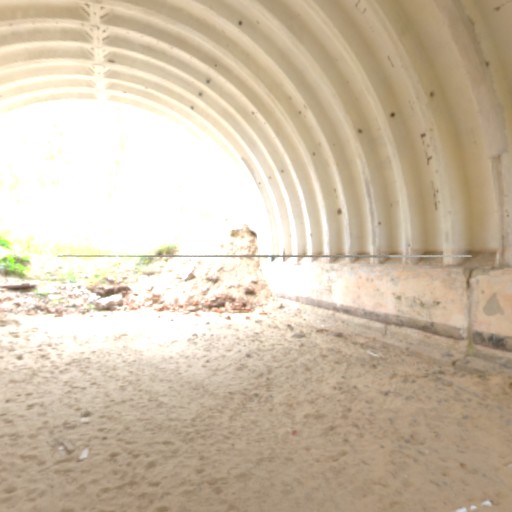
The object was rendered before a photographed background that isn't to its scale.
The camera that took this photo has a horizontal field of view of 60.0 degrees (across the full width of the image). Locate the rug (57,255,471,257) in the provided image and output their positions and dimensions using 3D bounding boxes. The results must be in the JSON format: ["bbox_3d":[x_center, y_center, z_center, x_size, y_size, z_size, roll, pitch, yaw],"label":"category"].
[{"bbox_3d":[0.000,0.000,3.053,2.430,0.010,1.515,0,0,37],"label":"rug"}]
